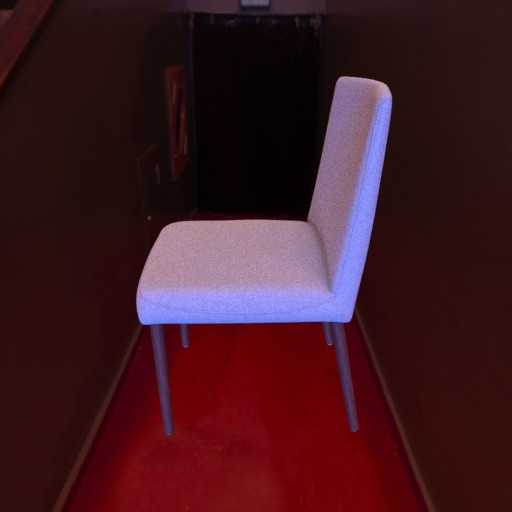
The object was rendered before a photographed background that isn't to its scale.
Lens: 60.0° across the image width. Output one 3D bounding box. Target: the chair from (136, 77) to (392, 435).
[{"bbox_3d":[0.000,0.000,1.168,0.570,0.859,0.456,-1,26,-1],"label":"chair"}]
